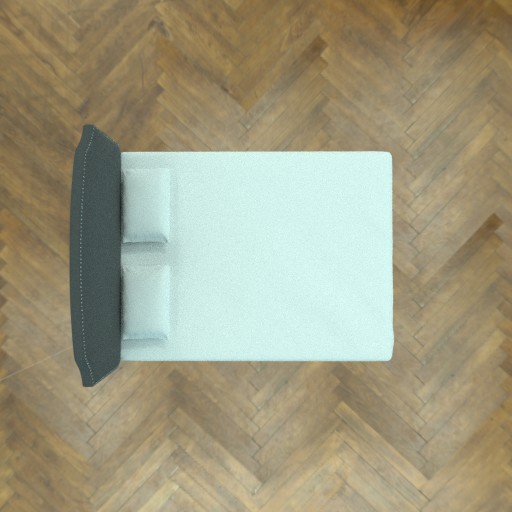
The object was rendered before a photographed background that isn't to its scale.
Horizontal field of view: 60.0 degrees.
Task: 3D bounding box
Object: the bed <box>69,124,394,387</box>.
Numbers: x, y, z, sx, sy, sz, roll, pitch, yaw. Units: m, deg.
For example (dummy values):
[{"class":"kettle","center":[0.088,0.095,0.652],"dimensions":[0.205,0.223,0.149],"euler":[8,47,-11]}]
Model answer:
[{"class":"bed","center":[0.000,0.000,2.994],"dimensions":[1.999,1.270,1.558],"euler":[0,90,1]}]
